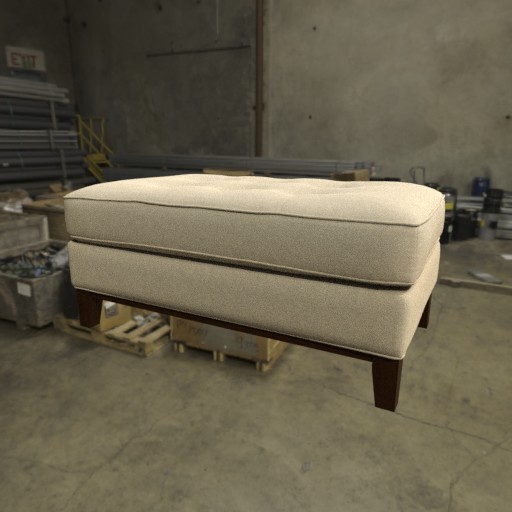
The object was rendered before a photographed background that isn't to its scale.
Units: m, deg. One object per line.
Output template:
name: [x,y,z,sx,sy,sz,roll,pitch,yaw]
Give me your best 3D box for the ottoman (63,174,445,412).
ottoman: [0.000,0.000,1.513,1.143,0.508,0.648,8,17,27]
